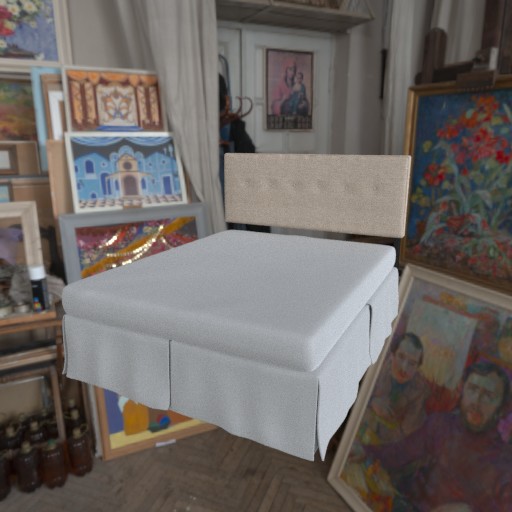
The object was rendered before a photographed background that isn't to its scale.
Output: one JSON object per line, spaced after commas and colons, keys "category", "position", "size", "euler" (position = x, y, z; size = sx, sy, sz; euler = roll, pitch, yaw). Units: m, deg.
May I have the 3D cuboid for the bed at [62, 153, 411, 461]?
{"category": "bed", "position": [0.000, 0.000, 2.943], "size": [1.643, 1.270, 1.978], "euler": [7, 16, 26]}
